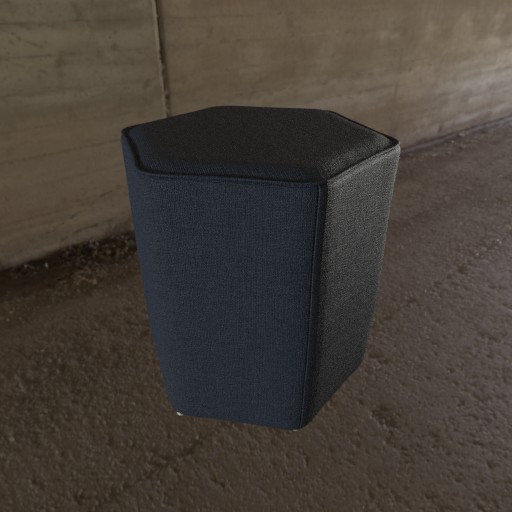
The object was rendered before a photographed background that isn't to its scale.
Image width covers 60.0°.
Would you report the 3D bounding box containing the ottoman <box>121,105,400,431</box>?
[{"bbox_3d":[0.000,0.000,0.887,0.492,0.505,0.454,7,31,12],"label":"ottoman"}]
